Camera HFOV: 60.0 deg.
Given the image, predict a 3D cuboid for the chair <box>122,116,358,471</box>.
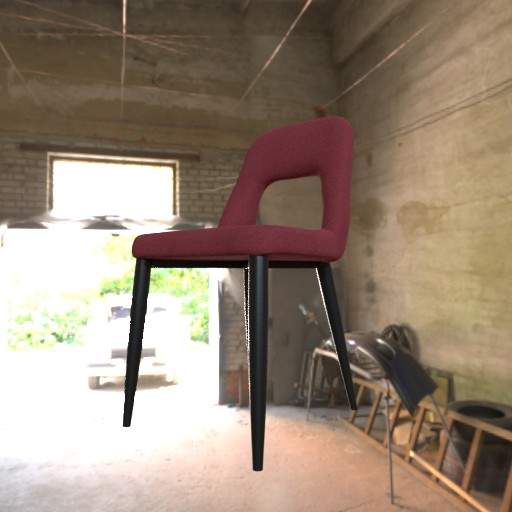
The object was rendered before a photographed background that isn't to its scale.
[{"bbox_3d":[0.000,0.000,1.239,0.483,0.892,0.569,-1,-2,37],"label":"chair"}]
